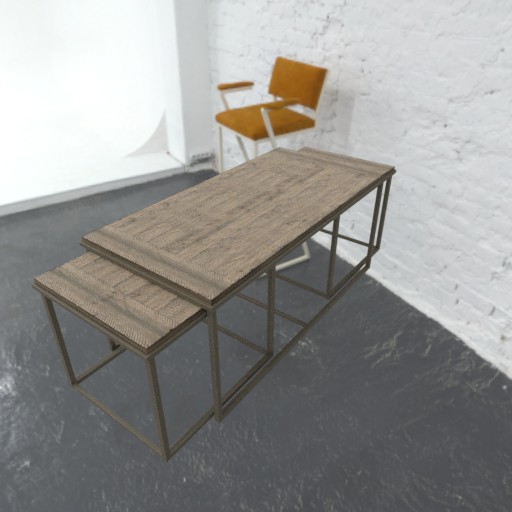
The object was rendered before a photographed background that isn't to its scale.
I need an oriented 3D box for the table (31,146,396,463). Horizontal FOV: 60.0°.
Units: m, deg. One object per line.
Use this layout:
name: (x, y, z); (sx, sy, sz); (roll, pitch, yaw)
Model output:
table: (0.000, 0.000, 1.536); (0.489, 0.427, 1.312); (22, 38, 31)
